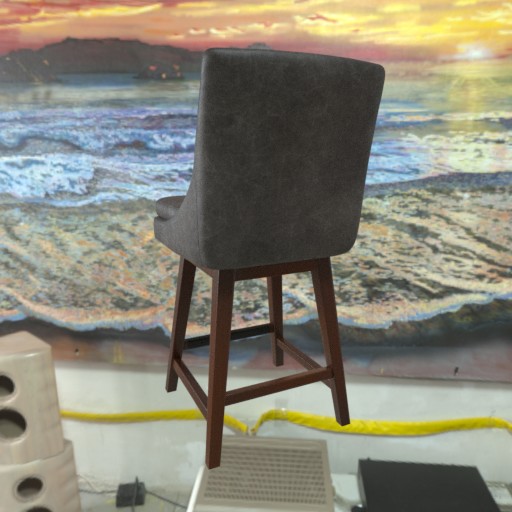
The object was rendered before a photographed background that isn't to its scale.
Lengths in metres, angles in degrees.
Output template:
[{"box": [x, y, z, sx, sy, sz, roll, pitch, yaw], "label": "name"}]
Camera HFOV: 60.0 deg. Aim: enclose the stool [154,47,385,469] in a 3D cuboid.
[{"box": [0.000, 0.000, 1.344, 0.492, 1.046, 0.587, -7, 15, -25], "label": "stool"}]
